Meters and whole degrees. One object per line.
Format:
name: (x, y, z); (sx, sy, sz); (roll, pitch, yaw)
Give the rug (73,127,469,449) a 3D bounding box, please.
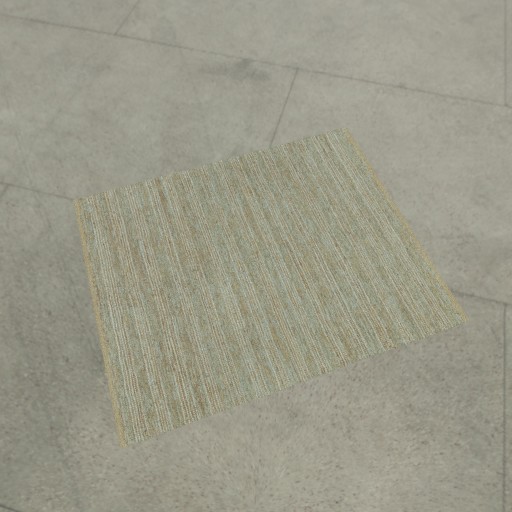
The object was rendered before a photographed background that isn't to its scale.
rug: (0.000, 0.000, 4.151); (3.034, 0.012, 2.471); (-17, 62, -10)
